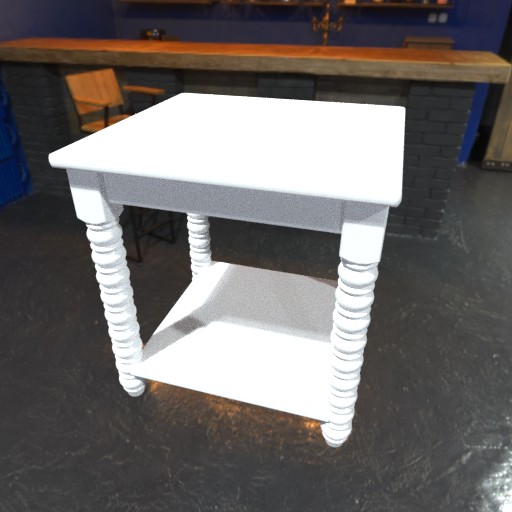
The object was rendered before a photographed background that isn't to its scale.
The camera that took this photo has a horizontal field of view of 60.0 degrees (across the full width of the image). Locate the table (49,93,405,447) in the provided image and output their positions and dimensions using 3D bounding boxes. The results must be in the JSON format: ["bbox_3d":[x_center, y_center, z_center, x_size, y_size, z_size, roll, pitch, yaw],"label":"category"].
[{"bbox_3d":[0.000,0.000,0.971,0.533,0.563,0.500,9,32,14],"label":"table"}]
